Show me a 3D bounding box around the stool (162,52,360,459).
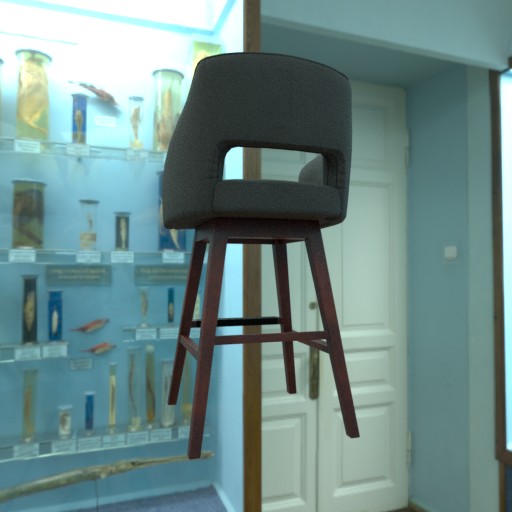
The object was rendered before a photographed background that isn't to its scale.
[{"bbox_3d":[0.000,0.000,1.365,0.548,1.012,0.558,1,-2,-18],"label":"stool"}]
